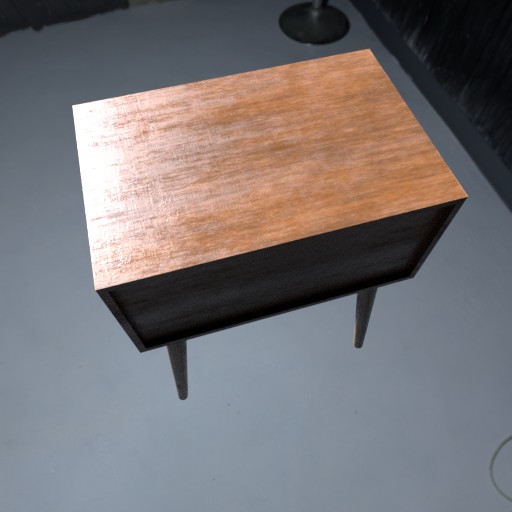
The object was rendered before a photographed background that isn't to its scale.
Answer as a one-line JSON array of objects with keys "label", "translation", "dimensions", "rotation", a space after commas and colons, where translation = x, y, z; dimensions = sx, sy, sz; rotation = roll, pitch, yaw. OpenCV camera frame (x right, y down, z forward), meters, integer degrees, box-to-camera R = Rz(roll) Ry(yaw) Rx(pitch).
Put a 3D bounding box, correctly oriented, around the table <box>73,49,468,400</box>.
[{"label": "table", "translation": [0.000, 0.000, 0.838], "dimensions": [0.454, 0.580, 0.307], "rotation": [-14, 61, -8]}]
